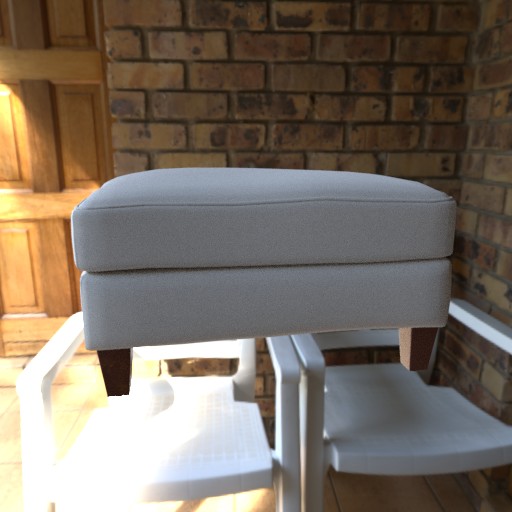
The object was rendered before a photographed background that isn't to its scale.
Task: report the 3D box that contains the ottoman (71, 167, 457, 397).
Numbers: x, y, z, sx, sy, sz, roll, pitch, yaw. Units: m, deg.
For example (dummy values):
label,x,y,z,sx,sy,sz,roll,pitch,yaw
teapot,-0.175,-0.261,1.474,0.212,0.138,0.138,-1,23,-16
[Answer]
label,x,y,z,sx,sy,sz,roll,pitch,yaw
ottoman,0.000,0.000,1.219,0.818,0.479,0.634,-2,14,-9
